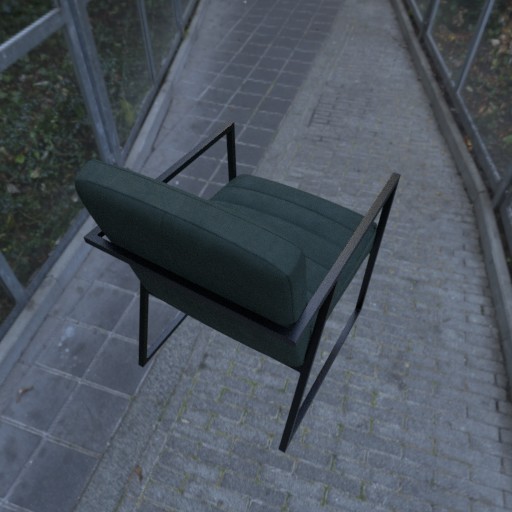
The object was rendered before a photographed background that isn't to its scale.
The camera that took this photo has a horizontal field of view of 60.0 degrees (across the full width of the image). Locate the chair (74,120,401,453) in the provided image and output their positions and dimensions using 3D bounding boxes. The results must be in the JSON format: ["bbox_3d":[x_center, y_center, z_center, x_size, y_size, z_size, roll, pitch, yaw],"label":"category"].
[{"bbox_3d":[0.000,0.000,1.295,0.571,0.833,0.677,24,51,21],"label":"chair"}]
